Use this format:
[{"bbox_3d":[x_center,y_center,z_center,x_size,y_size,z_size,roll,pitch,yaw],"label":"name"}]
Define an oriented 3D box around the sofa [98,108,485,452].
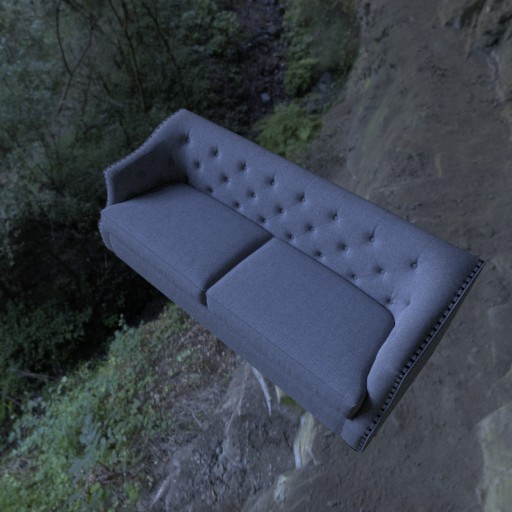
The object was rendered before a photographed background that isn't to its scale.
[{"bbox_3d":[0.000,0.000,2.745,2.235,0.901,0.914,33,56,27],"label":"sofa"}]
